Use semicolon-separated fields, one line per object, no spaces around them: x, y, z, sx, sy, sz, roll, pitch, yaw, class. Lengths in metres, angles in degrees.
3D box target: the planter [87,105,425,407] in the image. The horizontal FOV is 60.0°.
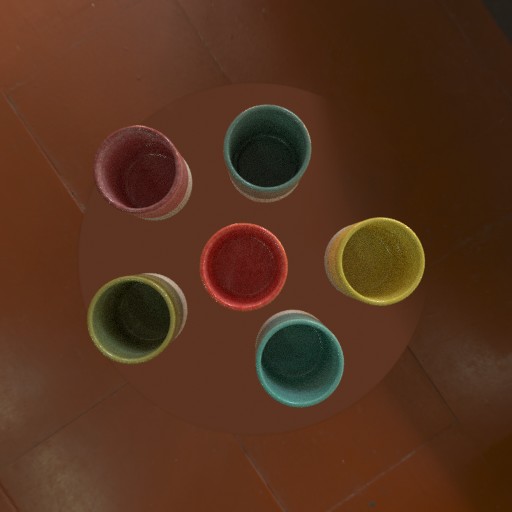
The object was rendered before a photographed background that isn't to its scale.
0.000;0.000;0.412;0.286;0.075;0.257;0;90;0;planter
